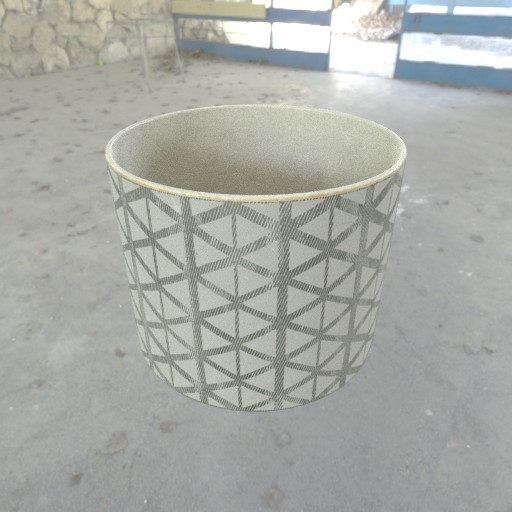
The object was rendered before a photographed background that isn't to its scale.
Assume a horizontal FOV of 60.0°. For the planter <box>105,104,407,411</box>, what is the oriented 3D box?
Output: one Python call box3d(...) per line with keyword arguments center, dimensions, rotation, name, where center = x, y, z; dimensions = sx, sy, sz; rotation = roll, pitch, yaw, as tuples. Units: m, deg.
box3d(center=(0.000, 0.000, 0.444), dimensions=(0.250, 0.239, 0.250), rotation=(0, 32, 0), name="planter")
